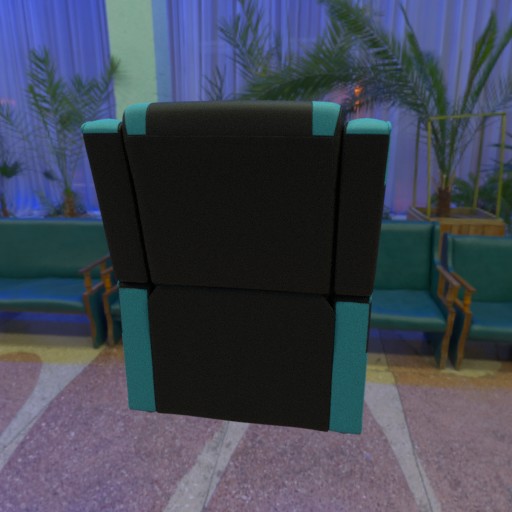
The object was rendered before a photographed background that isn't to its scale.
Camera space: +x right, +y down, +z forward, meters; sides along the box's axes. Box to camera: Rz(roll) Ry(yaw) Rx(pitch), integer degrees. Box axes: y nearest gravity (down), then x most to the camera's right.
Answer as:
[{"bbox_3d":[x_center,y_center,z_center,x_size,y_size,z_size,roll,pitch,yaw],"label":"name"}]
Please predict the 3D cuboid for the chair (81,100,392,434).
[{"bbox_3d":[0.000,0.000,1.256,0.620,0.805,0.672,3,17,9],"label":"chair"}]
